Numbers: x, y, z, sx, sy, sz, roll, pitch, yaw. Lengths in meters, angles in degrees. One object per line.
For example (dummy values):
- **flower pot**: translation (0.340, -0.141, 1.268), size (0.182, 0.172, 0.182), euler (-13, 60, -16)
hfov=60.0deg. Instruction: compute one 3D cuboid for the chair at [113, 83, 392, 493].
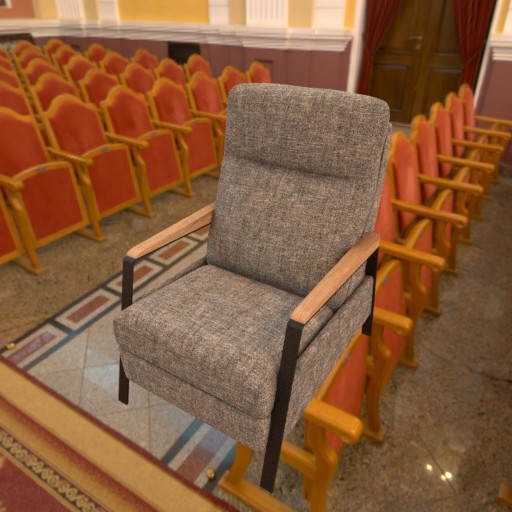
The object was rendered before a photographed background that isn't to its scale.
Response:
- **chair**: translation (0.000, 0.000, 1.559), size (0.671, 1.042, 0.868), euler (18, 35, 28)
